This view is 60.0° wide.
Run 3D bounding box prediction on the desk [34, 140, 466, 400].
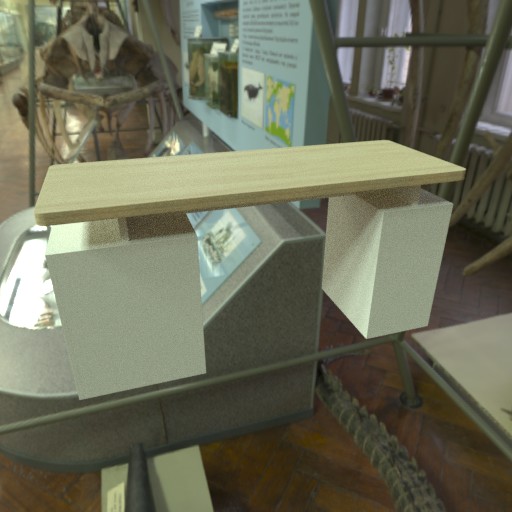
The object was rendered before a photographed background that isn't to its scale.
[{"bbox_3d":[0.000,0.000,1.856,1.500,0.755,0.550,-8,28,-16],"label":"desk"}]
